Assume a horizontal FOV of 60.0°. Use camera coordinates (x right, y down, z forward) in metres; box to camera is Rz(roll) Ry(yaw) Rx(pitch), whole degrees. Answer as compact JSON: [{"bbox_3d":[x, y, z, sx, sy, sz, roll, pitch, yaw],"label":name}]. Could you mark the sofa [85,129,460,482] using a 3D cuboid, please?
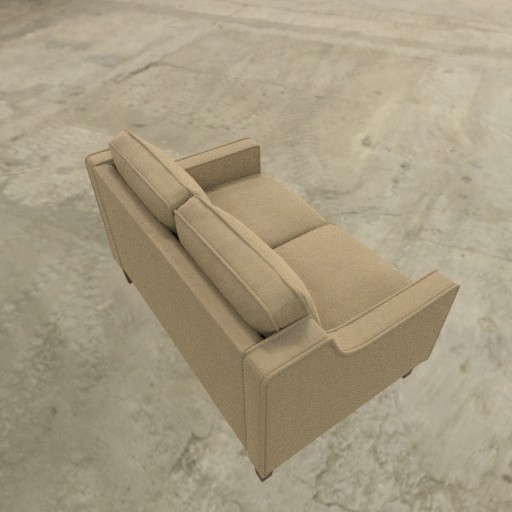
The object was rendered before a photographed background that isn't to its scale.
[{"bbox_3d":[0.000,0.000,2.110,0.987,0.971,1.501,-25,48,-25],"label":"sofa"}]
